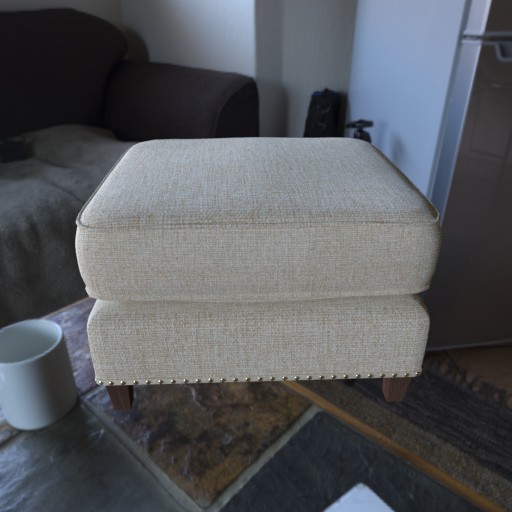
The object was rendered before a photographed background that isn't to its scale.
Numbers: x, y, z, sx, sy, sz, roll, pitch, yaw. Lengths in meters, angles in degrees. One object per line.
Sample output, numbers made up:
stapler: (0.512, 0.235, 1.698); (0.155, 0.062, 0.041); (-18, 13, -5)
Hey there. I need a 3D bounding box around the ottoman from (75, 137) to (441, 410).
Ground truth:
ottoman: (0.000, 0.000, 1.150); (0.738, 0.537, 0.589); (-1, 30, -2)
